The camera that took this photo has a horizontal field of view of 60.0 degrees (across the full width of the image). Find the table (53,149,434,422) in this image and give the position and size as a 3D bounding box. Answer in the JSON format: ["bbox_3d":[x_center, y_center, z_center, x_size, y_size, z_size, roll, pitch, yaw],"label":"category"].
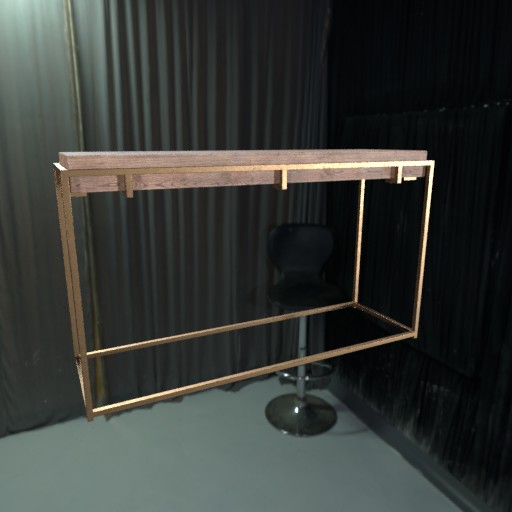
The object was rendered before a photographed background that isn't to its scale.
[{"bbox_3d":[0.000,0.000,1.785,1.400,0.820,0.440,-7,16,-25],"label":"table"}]
